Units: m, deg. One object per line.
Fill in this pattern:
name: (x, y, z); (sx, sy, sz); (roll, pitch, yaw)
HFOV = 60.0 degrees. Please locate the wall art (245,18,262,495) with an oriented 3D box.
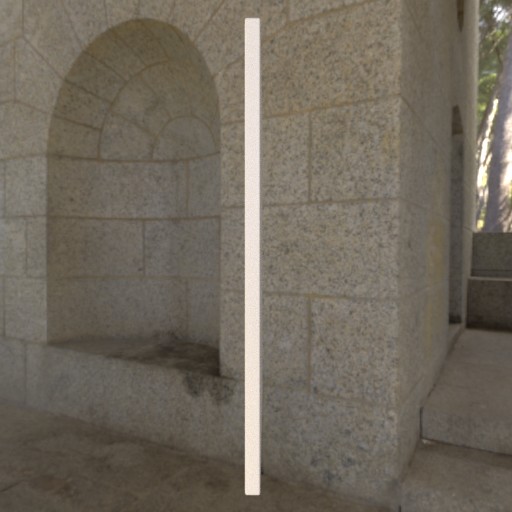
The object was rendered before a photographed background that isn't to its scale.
wall art: (0.000, 0.000, 1.031); (0.026, 0.813, 0.556); (0, 1, 1)
